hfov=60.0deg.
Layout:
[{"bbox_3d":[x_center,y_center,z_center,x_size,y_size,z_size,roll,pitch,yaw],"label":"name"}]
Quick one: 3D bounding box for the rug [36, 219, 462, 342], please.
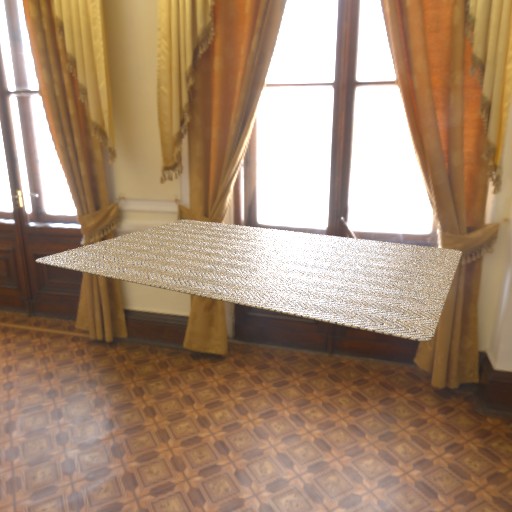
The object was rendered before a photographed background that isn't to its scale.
[{"bbox_3d":[0.000,0.000,2.148,1.752,0.008,1.144,8,18,27],"label":"rug"}]
